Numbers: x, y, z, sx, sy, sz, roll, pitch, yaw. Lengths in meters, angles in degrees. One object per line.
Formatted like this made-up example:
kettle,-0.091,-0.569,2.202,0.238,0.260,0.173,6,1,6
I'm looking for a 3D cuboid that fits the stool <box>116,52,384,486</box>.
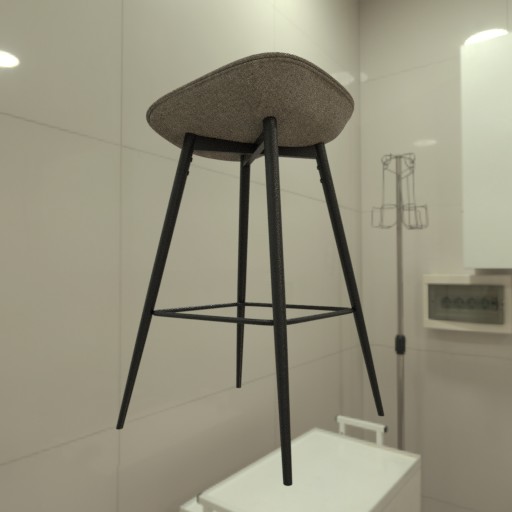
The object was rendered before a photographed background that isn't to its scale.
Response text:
stool,0.000,0.000,1.103,0.480,0.814,0.469,-1,-2,36
